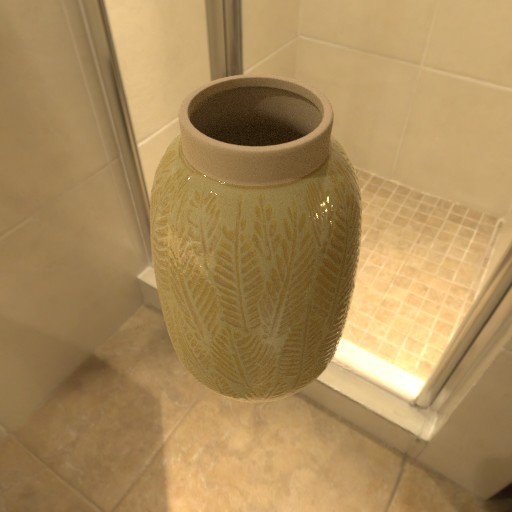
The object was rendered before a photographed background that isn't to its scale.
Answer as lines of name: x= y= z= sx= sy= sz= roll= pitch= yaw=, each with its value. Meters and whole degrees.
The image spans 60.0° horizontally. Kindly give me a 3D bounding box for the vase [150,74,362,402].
vase: x=0.000 y=0.000 z=0.374 sx=0.172 sy=0.270 sz=0.172 roll=0 pitch=47 yaw=0
